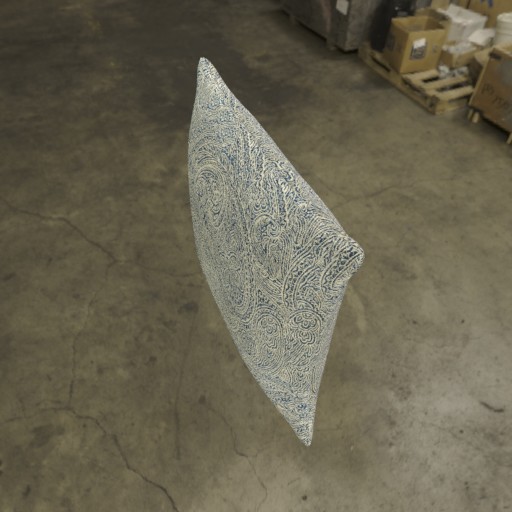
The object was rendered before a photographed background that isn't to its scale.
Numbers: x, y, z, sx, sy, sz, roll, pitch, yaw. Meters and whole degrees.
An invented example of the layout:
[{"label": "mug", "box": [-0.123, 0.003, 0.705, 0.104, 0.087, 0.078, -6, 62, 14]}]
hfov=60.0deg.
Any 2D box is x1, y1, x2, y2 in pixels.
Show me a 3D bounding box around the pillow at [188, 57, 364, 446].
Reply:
[{"label": "pillow", "box": [0.000, 0.000, 0.791, 0.166, 0.510, 0.523, -17, 49, -15]}]
